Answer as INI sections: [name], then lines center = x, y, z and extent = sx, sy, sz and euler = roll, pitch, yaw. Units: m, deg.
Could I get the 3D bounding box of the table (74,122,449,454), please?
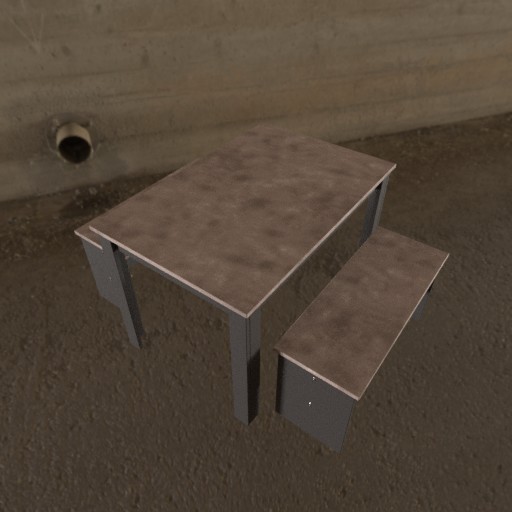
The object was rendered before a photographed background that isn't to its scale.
[table]
center = 0.000, 0.000, 2.034
extent = 1.443, 0.700, 1.100
euler = 26, 47, 27
